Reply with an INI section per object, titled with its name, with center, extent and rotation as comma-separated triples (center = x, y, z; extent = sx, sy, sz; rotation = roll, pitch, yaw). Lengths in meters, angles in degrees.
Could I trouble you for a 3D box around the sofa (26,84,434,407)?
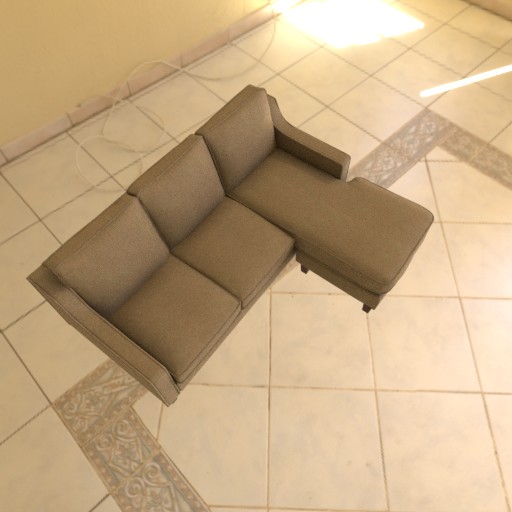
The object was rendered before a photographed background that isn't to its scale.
[sofa]
center = 0.000, 0.000, 3.238
extent = 1.858, 1.081, 2.317
rotation = 33, 64, 18
